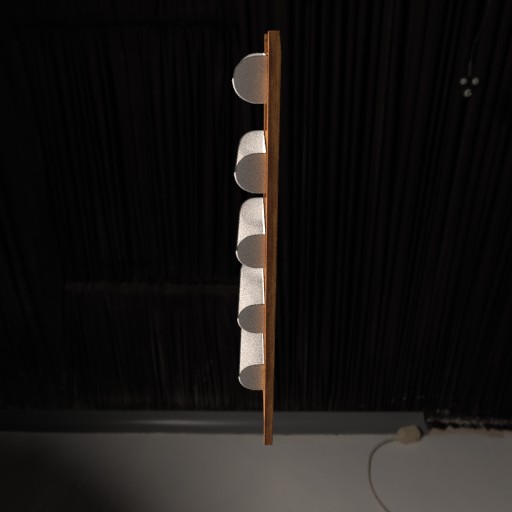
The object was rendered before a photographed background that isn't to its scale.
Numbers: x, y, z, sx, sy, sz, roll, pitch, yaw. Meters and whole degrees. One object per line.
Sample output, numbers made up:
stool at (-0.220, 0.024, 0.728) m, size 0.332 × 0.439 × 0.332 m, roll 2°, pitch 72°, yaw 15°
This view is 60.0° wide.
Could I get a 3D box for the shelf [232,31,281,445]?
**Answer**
shelf at (0.000, 0.000, 1.779) m, size 0.141 × 1.600 × 0.454 m, roll 0°, pitch 26°, yaw 0°
